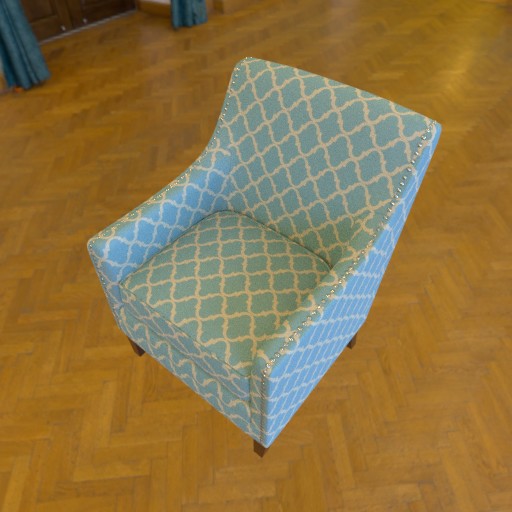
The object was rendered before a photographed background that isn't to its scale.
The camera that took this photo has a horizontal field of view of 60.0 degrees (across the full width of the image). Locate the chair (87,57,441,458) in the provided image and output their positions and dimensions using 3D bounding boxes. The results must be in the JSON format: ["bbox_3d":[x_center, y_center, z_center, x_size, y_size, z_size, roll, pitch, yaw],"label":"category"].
[{"bbox_3d":[0.000,0.000,1.294,0.617,0.817,0.686,30,54,25],"label":"chair"}]
